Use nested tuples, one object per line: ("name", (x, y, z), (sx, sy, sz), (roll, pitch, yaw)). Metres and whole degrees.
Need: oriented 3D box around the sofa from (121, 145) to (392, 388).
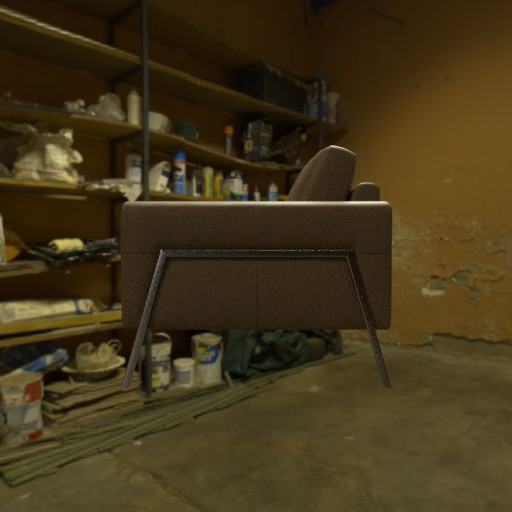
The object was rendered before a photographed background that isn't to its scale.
("sofa", (0.000, 0.000, 2.513), (0.953, 0.875, 2.017), (0, 1, 0))
